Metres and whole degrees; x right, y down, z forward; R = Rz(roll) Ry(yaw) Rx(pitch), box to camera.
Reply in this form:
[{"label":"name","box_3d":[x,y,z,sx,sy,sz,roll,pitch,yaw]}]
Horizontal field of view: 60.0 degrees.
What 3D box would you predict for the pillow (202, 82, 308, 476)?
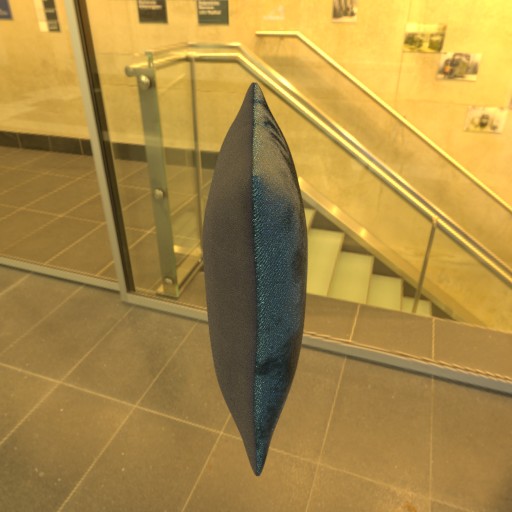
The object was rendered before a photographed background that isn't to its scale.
[{"label":"pillow","box_3d":[0.000,0.000,0.668,0.138,0.430,0.436,0,31,0]}]
